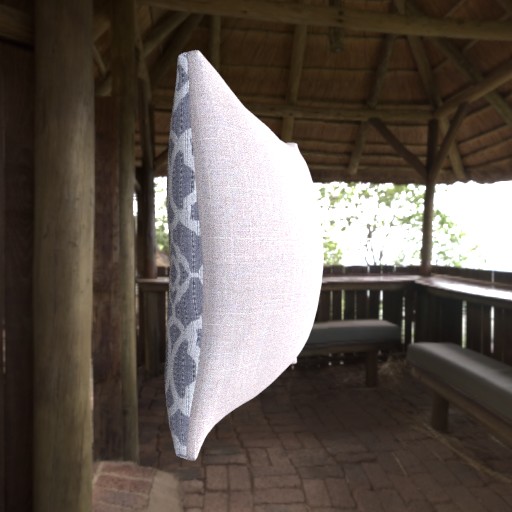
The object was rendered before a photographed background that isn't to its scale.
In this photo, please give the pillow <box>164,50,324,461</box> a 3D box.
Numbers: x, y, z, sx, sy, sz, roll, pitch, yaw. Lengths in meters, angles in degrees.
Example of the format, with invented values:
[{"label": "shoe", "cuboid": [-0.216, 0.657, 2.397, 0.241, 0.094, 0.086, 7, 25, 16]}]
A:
[{"label": "pillow", "cuboid": [0.000, 0.000, 0.768, 0.215, 0.498, 0.508, 0, 1, 19]}]
